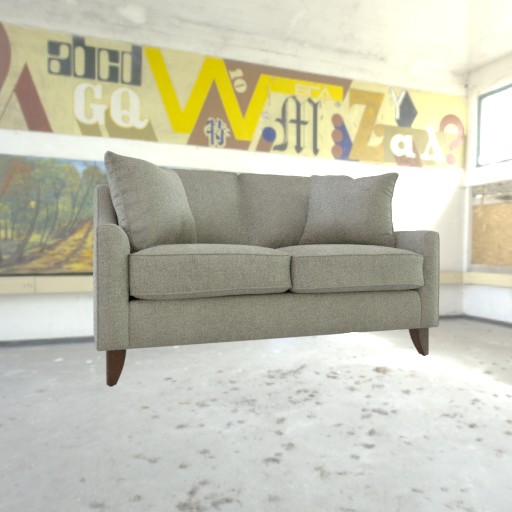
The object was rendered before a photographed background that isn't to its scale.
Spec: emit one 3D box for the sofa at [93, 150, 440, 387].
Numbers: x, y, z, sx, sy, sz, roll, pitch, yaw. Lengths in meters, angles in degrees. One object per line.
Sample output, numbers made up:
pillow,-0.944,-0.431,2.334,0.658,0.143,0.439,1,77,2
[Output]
sofa,0.000,0.000,2.052,1.422,0.863,0.915,0,1,-19
